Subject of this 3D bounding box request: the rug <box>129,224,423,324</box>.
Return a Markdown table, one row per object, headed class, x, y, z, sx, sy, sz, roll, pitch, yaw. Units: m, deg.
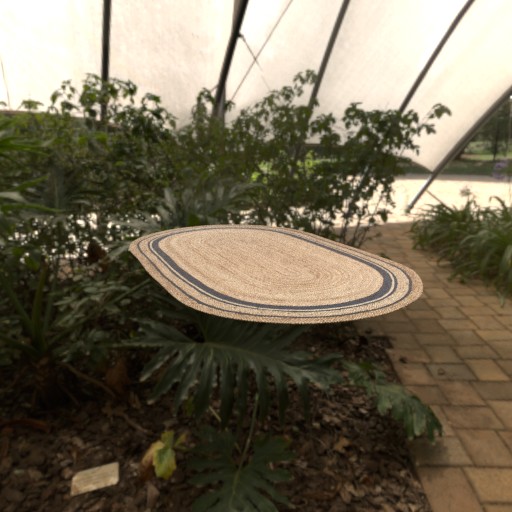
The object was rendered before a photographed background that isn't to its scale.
| class | x | y | z | sx | sy | sz | roll | pitch | yaw |
| --- | --- | --- | --- | --- | --- | --- | --- | --- | --- |
| rug | 0.000 | 0.000 | 3.066 | 1.520 | 0.006 | 2.432 | -7 | 16 | -25 |
